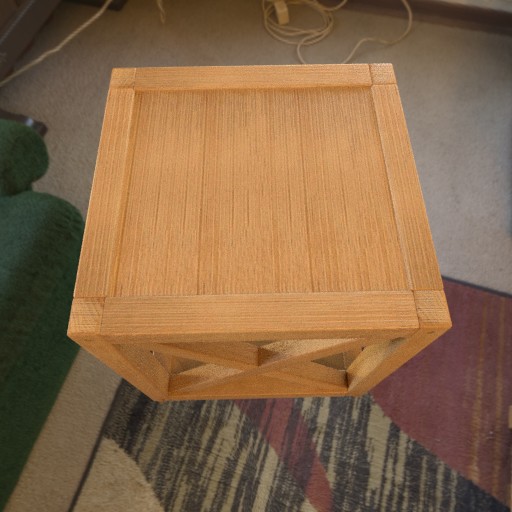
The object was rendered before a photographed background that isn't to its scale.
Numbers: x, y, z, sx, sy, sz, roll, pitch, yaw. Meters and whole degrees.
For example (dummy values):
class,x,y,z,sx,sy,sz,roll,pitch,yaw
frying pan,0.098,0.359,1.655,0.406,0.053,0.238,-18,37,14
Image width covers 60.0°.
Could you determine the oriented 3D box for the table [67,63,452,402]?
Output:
class,x,y,z,sx,sy,sz,roll,pitch,yaw
table,0.000,0.000,1.032,0.559,0.610,0.558,-1,63,-1
